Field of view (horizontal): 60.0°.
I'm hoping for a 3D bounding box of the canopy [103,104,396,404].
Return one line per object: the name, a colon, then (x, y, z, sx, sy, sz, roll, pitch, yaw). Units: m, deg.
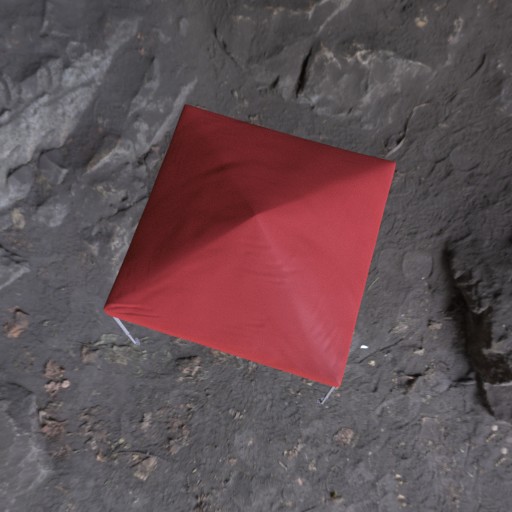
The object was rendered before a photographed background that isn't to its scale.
canopy: (0.000, 0.000, 5.310, 2.849, 2.849, 2.848, 17, 76, 4)
